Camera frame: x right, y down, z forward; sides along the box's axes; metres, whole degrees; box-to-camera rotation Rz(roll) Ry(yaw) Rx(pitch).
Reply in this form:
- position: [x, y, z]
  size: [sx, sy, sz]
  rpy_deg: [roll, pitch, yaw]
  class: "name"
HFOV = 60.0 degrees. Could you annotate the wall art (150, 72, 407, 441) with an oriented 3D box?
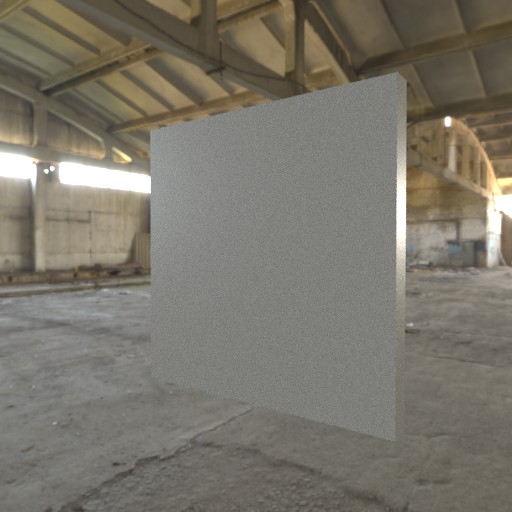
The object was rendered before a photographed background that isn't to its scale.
- position: [0.000, 0.000, 0.541]
  size: [0.355, 0.355, 0.027]
  rpy_deg: [1, 1, 36]
  class: "wall art"
